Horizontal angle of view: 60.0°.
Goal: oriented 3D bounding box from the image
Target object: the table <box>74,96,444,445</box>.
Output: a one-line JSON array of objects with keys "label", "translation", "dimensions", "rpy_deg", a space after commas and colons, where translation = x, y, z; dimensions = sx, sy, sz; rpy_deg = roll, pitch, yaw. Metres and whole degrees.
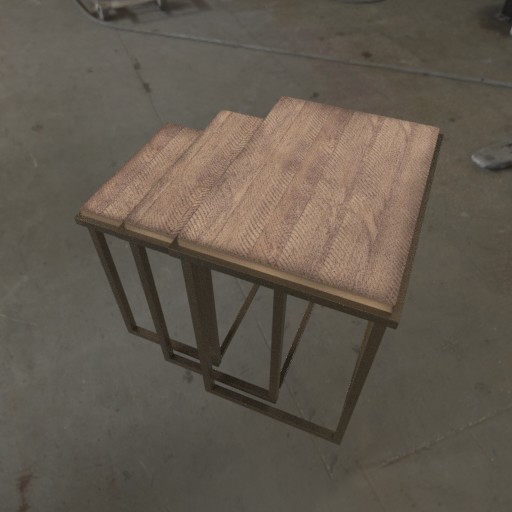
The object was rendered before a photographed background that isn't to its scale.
[{"label": "table", "translation": [0.000, 0.000, 1.151], "dimensions": [0.706, 0.610, 0.559], "rpy_deg": [17, 50, 15]}]
